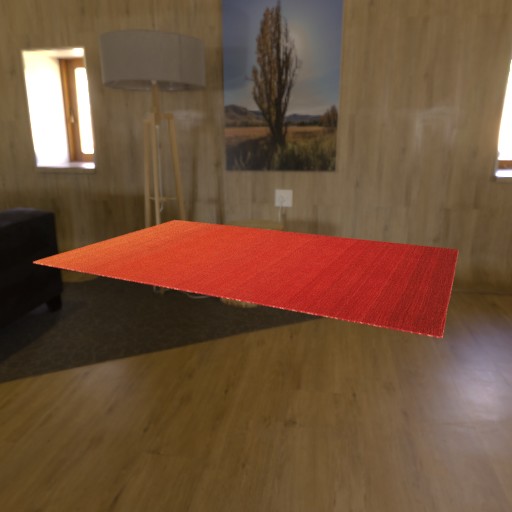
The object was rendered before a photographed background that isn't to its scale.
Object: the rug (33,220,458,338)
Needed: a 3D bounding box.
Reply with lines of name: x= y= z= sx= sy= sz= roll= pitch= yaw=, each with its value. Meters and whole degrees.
rug: x=0.000 y=0.000 z=2.984 sx=2.442 sy=0.010 sz=1.531 roll=8 pitch=18 yaw=25
